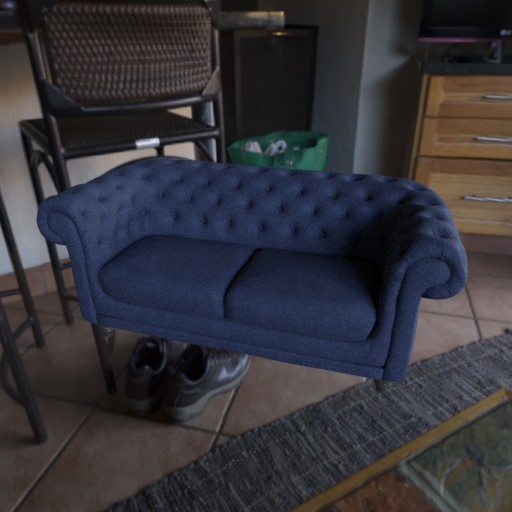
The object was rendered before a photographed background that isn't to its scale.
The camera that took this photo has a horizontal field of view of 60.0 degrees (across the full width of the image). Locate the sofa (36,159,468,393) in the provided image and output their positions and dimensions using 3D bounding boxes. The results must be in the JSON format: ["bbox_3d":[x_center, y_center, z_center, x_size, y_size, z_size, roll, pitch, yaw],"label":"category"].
[{"bbox_3d":[0.000,0.000,2.473,1.988,0.833,1.082,8,27,15],"label":"sofa"}]
